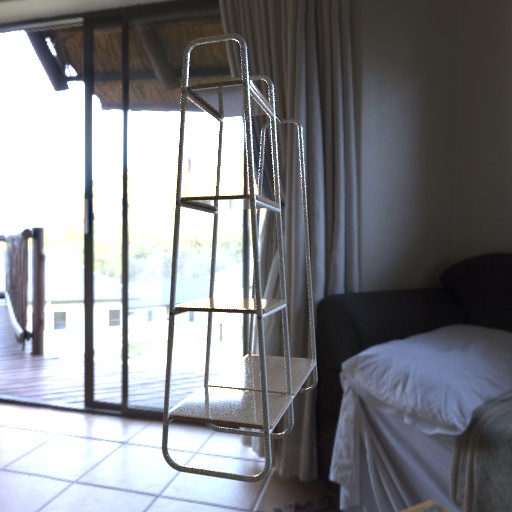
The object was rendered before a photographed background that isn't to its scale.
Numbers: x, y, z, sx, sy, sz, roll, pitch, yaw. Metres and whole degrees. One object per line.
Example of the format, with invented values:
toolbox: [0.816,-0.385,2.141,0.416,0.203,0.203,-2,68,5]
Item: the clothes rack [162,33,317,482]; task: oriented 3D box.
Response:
clothes rack: [0.000,0.000,1.982,0.400,1.500,1.011,0,0,17]
